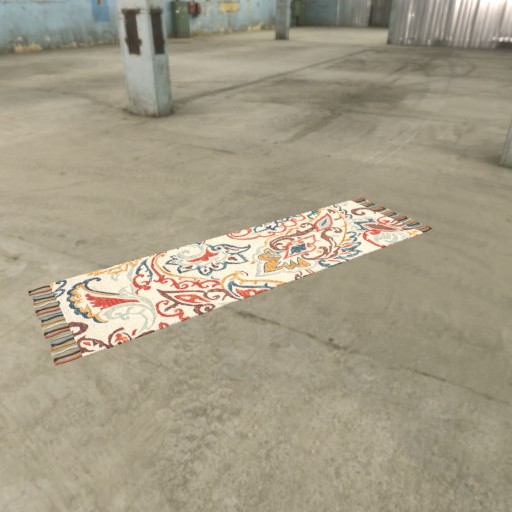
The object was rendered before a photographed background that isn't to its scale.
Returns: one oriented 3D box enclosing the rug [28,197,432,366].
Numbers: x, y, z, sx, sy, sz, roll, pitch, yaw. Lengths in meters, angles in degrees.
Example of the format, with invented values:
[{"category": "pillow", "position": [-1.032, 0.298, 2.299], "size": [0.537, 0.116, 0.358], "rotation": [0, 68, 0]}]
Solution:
[{"category": "rug", "position": [0.000, 0.000, 2.944], "size": [2.682, 0.015, 0.763], "rotation": [-18, 33, -29]}]
